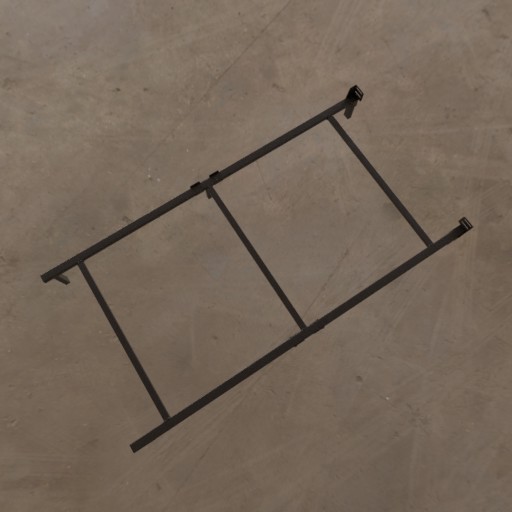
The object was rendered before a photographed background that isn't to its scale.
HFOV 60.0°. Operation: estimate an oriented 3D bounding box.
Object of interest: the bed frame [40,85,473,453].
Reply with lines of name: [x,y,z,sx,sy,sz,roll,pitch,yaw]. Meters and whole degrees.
bed frame: [0.000,0.000,2.243,1.897,0.248,0.968,-32,77,-8]
